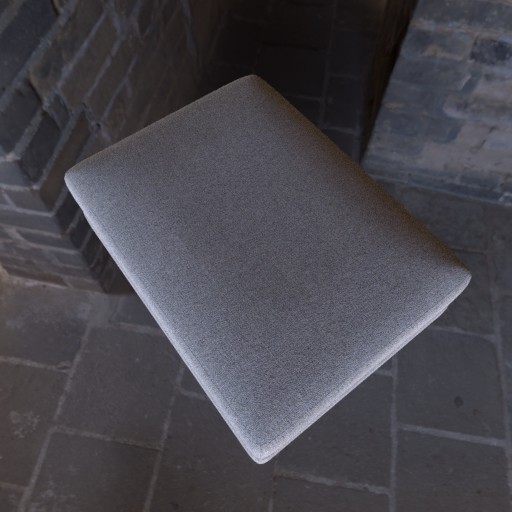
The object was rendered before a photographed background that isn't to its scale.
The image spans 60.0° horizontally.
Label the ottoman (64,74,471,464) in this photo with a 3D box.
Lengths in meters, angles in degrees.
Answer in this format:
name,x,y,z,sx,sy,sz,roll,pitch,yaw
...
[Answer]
name,x,y,z,sx,sy,sz,roll,pitch,yaw
ottoman,0.000,0.000,1.182,0.611,0.441,0.821,-34,67,-16
